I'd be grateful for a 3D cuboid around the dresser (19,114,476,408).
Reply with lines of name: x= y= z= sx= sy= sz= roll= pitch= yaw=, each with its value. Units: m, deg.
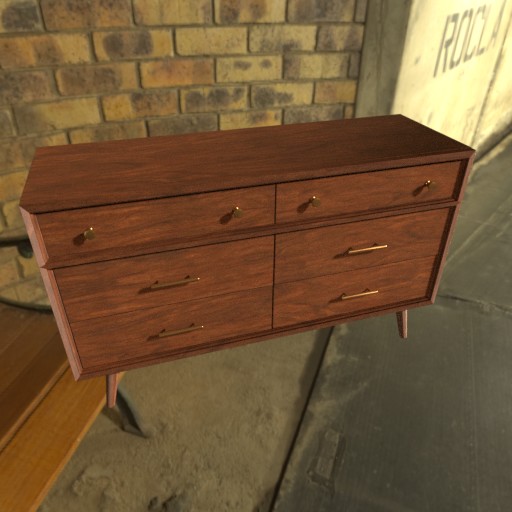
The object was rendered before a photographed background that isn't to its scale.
dresser: x=0.000 y=0.000 z=1.794 sx=1.472 sy=0.889 sz=0.500 roll=-9 pitch=34 yaw=-14
